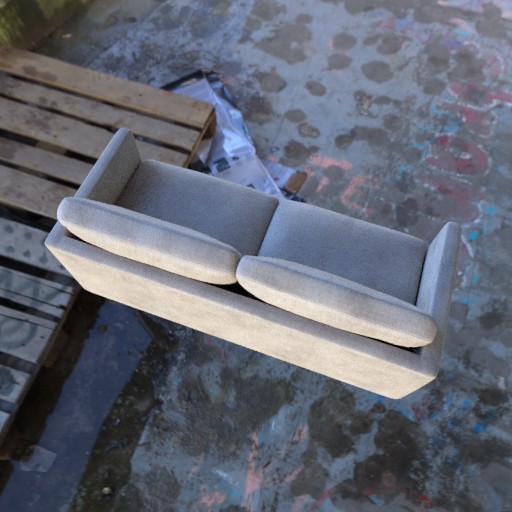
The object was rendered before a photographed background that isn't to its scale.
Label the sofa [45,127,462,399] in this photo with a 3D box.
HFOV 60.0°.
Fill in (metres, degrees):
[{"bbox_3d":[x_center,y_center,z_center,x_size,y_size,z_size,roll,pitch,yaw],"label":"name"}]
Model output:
[{"bbox_3d":[0.000,0.000,2.732,2.208,0.965,0.951,18,64,9],"label":"sofa"}]
